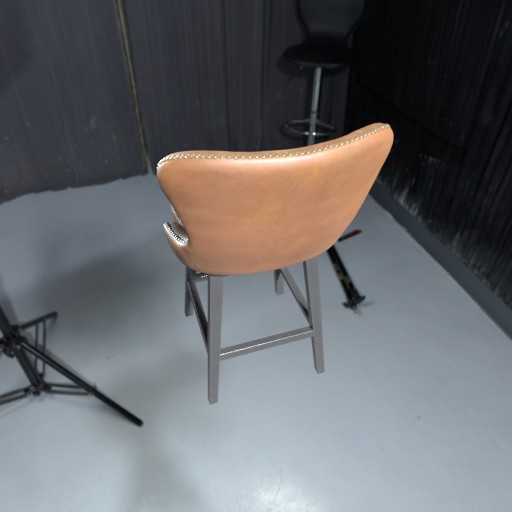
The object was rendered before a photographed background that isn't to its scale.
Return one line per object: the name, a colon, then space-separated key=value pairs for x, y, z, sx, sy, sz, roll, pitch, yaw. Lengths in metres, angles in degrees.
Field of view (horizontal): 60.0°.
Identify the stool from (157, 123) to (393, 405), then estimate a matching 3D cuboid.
stool: x=0.000 y=0.000 z=1.345 sx=0.528 sy=0.971 sz=0.593 roll=-12 pitch=42 yaw=-14
